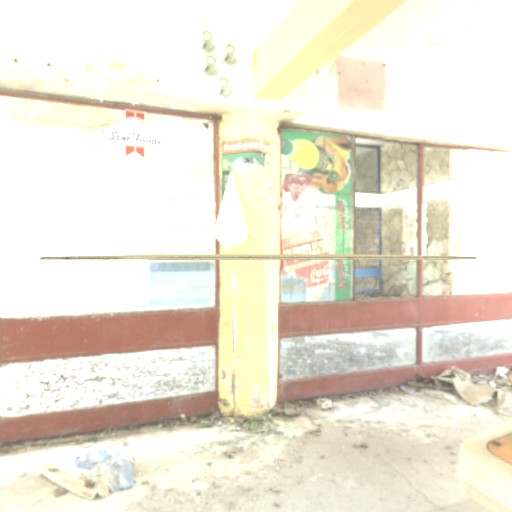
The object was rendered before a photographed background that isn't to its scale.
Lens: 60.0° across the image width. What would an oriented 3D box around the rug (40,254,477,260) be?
[{"bbox_3d":[0.000,0.000,3.965,2.420,0.019,3.038,0,0,-1],"label":"rug"}]
